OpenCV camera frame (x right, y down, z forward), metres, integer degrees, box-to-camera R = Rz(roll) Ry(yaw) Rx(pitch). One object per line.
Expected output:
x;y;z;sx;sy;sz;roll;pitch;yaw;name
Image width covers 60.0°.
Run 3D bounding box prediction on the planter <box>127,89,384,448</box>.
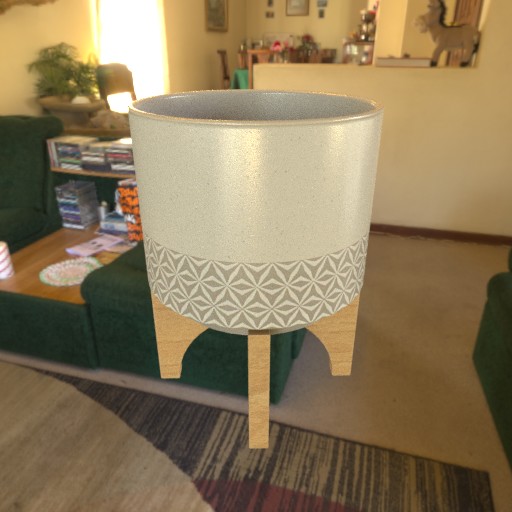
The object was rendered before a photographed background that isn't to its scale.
0.000;0.000;0.517;0.249;0.343;0.249;0;26;0;planter
